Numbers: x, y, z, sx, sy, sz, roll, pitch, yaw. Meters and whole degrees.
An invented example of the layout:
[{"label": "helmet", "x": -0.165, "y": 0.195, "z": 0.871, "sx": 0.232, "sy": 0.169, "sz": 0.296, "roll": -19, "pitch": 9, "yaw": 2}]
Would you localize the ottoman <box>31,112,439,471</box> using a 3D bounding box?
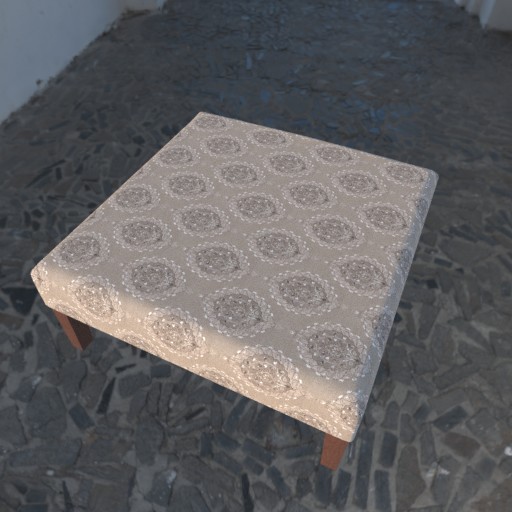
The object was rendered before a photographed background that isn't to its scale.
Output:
[{"label": "ottoman", "x": 0.000, "y": 0.000, "z": 1.397, "sx": 0.890, "sy": 0.411, "sz": 0.889, "roll": 19, "pitch": 50, "yaw": 17}]
